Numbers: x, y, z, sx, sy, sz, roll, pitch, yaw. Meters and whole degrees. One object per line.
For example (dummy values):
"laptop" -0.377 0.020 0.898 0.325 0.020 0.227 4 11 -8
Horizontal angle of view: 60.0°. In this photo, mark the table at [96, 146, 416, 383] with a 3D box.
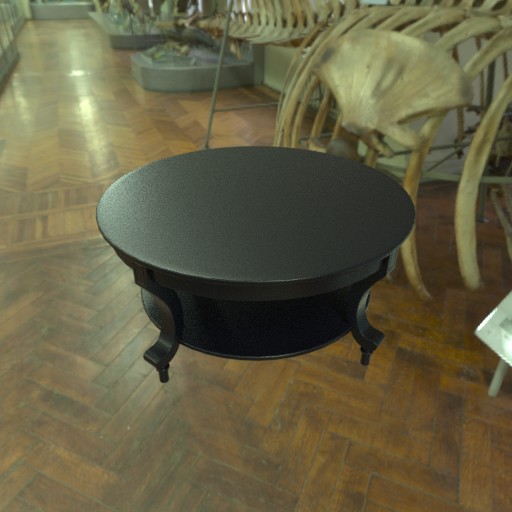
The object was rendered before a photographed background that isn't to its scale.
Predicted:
"table" 0.000 0.000 1.611 1.029 0.491 1.029 0 32 0
